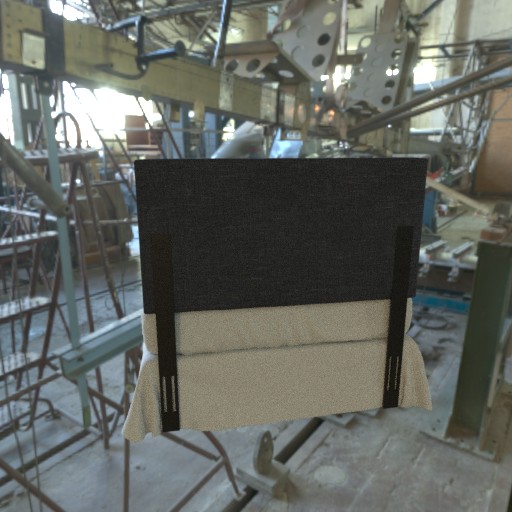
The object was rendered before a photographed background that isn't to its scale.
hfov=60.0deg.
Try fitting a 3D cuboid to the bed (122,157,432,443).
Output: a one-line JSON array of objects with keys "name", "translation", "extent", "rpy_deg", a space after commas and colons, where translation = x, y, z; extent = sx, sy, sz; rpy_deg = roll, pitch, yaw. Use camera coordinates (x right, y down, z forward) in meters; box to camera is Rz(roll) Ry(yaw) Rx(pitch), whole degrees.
[{"name": "bed", "translation": [0.000, 0.000, 3.525], "extent": [1.936, 1.577, 2.222], "rpy_deg": [-2, 14, -10]}]
